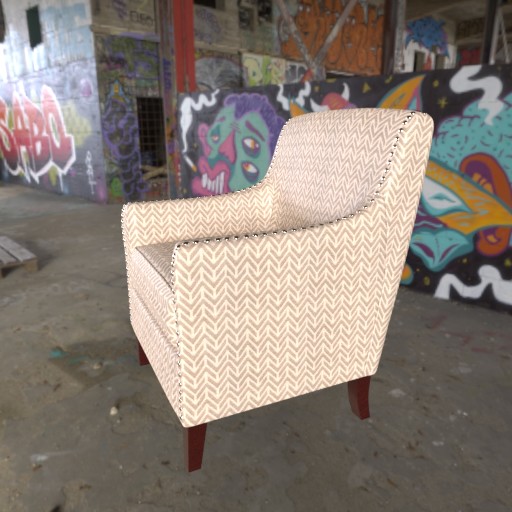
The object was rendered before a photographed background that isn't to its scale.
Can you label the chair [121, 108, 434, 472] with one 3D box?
[{"bbox_3d":[0.000,0.000,1.280,0.651,0.816,0.623,-7,17,-25],"label":"chair"}]
